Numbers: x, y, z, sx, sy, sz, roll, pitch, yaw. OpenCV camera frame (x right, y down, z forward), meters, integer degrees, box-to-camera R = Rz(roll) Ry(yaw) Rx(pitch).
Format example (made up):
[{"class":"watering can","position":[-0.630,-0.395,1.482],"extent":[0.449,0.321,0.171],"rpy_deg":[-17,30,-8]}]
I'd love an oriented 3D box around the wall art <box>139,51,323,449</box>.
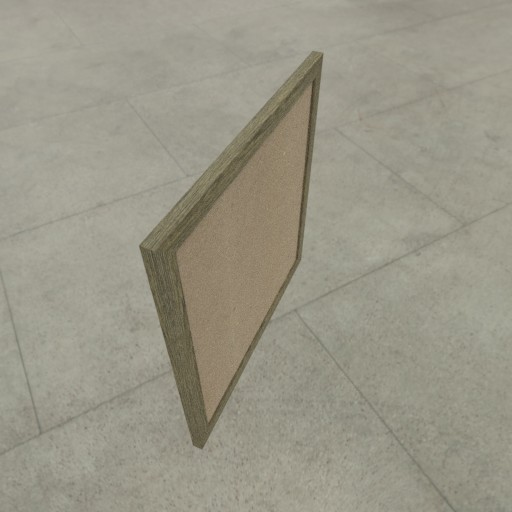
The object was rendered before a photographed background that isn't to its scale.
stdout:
[{"class":"wall art","position":[0.000,0.000,0.768],"extent":[0.019,0.508,0.508],"rpy_deg":[18,49,16]}]
